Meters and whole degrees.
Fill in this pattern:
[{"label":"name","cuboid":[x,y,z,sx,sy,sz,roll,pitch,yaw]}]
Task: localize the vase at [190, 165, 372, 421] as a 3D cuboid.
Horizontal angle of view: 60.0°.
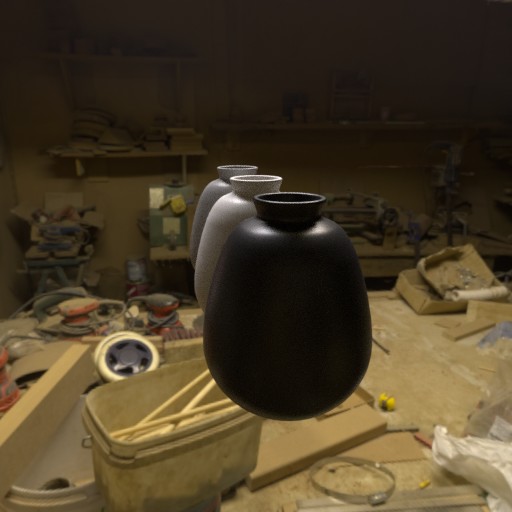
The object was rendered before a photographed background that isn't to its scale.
[{"label":"vase","cuboid":[0.000,0.000,0.349,0.097,0.122,0.297,-3,16,-10]}]
